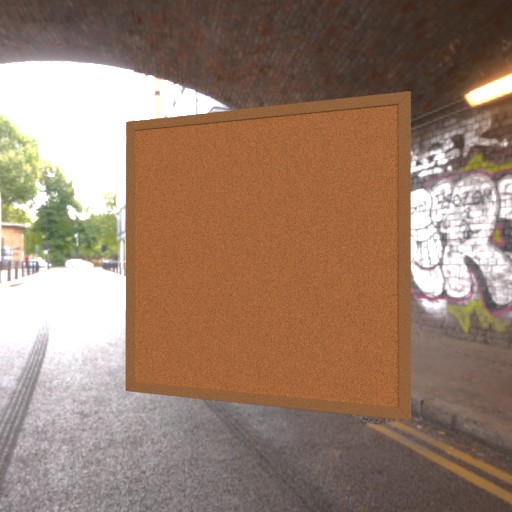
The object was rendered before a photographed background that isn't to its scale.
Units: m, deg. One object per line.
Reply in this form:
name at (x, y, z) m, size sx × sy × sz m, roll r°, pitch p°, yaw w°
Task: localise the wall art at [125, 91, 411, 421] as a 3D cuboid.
wall art at (0.000, 0.000, 1.155) m, size 0.761 × 0.761 × 0.037 m, roll 0°, pitch 0°, yaw 18°
